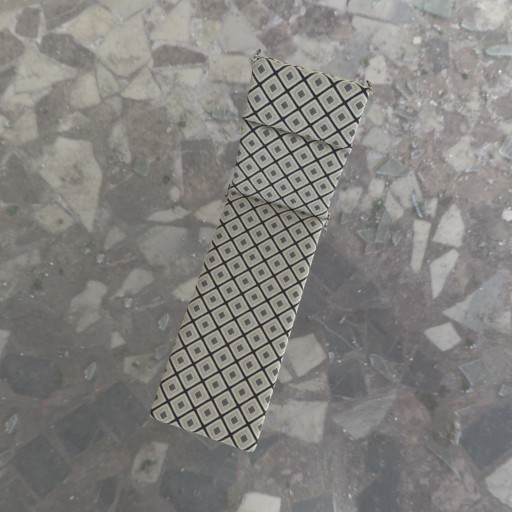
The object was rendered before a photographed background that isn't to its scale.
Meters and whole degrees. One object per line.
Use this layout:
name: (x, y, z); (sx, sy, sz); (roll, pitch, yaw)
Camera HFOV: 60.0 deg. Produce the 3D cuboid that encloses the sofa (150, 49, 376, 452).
sofa: (0.000, 0.000, 2.000); (0.582, 0.622, 1.663); (17, 76, 4)
